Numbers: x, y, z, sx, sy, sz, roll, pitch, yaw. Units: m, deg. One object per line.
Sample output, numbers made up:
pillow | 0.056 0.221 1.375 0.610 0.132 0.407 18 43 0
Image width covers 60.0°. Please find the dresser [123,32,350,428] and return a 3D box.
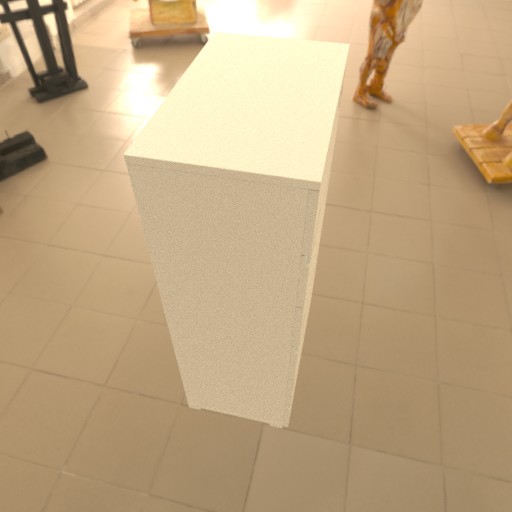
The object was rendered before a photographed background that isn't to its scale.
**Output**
dresser | 0.000 0.000 1.514 0.400 1.190 0.650 10 48 9
